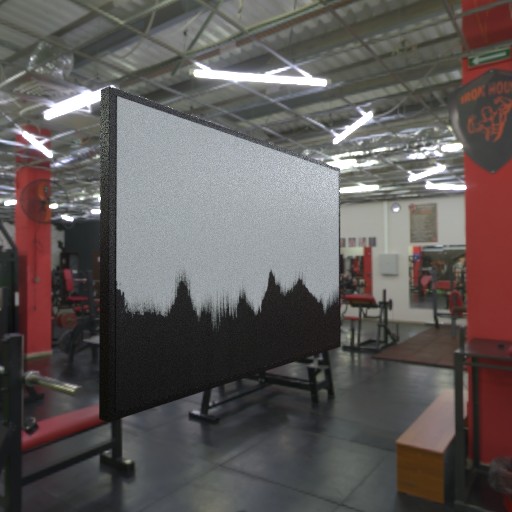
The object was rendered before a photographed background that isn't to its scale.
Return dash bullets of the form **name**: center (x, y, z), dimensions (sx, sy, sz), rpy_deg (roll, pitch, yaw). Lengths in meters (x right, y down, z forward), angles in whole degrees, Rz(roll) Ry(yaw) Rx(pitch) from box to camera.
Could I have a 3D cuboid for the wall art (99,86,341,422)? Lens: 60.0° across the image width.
- **wall art**: center (0.000, 0.000, 0.852), dimensions (0.022, 0.446, 0.659), rpy_deg (-1, -1, 38)
